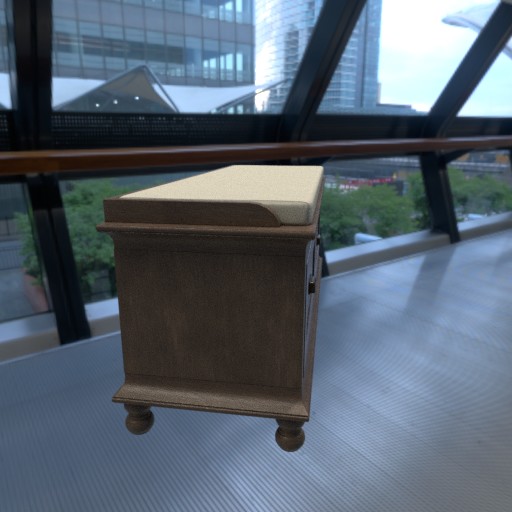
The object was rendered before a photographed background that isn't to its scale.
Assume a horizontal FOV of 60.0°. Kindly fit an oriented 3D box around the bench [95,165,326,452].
[{"bbox_3d":[0.000,0.000,1.398,0.402,0.501,1.185,2,15,9],"label":"bench"}]
